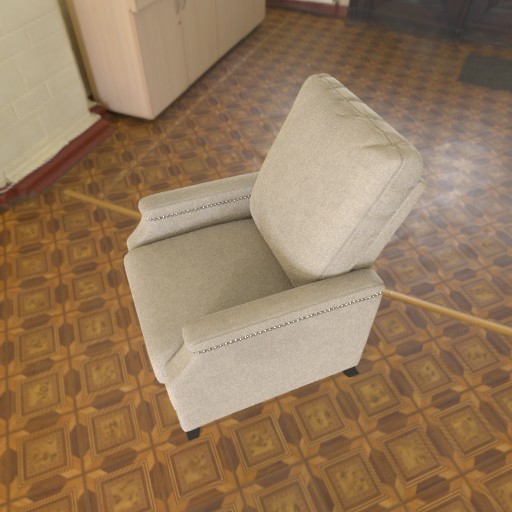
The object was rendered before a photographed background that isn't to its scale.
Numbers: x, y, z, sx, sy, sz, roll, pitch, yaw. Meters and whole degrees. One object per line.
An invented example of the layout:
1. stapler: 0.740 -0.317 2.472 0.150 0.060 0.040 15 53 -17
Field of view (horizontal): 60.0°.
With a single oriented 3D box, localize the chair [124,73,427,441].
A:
1. chair: 0.000 0.000 1.628 0.922 1.049 0.710 -16 49 -15
